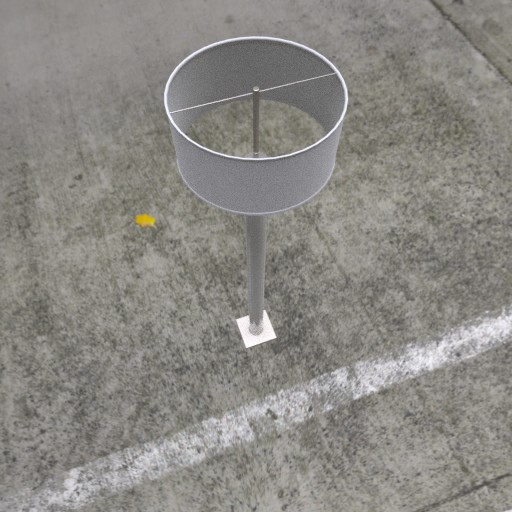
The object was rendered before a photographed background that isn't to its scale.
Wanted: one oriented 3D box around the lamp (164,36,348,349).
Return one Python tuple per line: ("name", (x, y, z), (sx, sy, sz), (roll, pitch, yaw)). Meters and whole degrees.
("lamp", (0.000, 0.000, 1.636), (0.420, 1.475, 0.420), (-17, 61, -10))
